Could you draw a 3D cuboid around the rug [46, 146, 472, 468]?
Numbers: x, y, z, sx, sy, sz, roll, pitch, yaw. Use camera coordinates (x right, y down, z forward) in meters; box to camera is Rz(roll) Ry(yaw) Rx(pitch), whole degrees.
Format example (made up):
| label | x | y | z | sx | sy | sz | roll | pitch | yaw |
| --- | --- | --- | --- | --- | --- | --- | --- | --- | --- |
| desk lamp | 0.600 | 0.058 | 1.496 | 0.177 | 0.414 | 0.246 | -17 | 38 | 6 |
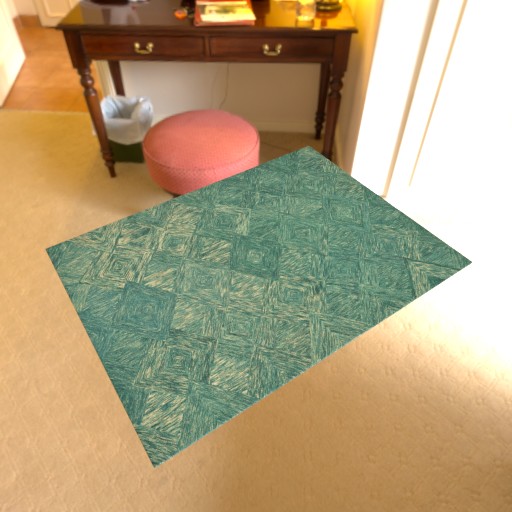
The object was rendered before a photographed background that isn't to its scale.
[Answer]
| label | x | y | z | sx | sy | sz | roll | pitch | yaw |
| --- | --- | --- | --- | --- | --- | --- | --- | --- | --- |
| rug | 0.000 | 0.000 | 4.163 | 3.217 | 0.027 | 2.405 | -26 | 51 | -23 |
